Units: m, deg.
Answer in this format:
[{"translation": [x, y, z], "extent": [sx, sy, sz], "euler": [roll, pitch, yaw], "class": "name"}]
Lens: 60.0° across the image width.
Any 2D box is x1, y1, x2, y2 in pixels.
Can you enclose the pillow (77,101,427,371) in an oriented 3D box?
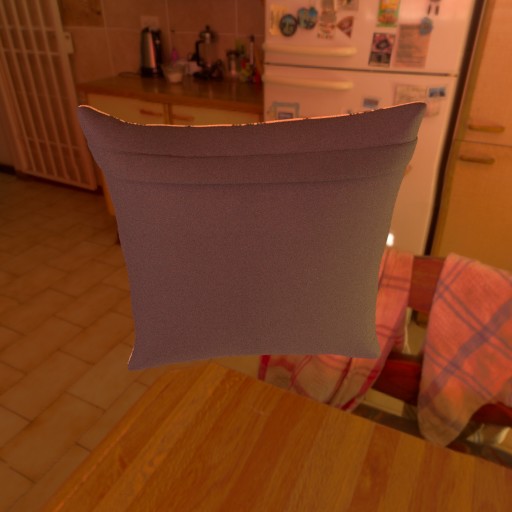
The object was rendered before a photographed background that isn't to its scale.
[{"translation": [0.000, 0.000, 0.609], "extent": [0.405, 0.406, 0.173], "euler": [-2, 31, -3], "class": "pillow"}]
